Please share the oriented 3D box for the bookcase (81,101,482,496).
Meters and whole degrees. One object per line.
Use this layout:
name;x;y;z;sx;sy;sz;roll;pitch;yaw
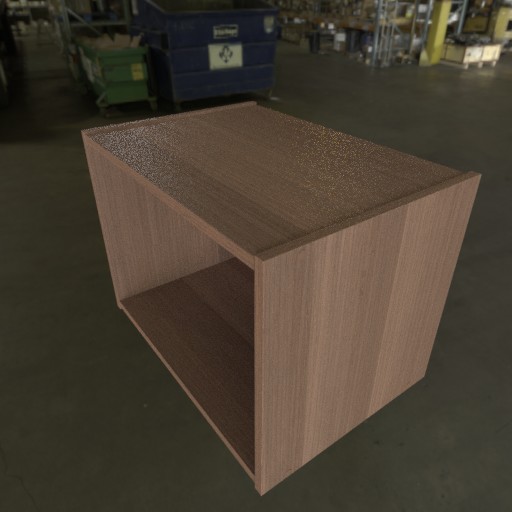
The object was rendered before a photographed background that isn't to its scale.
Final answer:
bookcase;0.000;0.000;0.619;0.290;0.305;0.415;-21;38;-30
